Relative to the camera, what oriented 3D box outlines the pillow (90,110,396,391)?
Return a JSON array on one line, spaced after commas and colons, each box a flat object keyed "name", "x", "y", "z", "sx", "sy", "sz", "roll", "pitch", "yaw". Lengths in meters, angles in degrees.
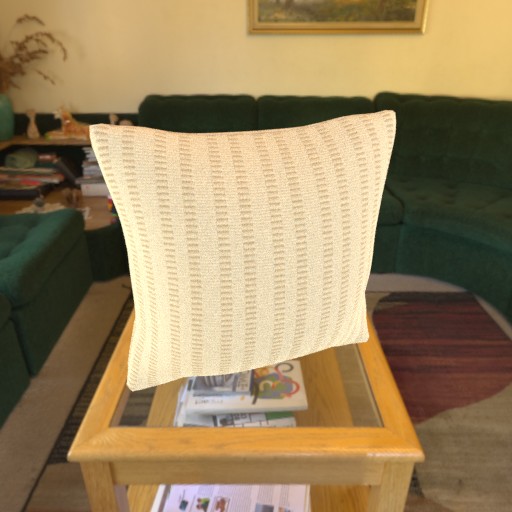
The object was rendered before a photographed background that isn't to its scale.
[{"name": "pillow", "x": 0.000, "y": 0.000, "z": 0.689, "sx": 0.438, "sy": 0.419, "sz": 0.247, "roll": -8, "pitch": 27, "yaw": -16}]
